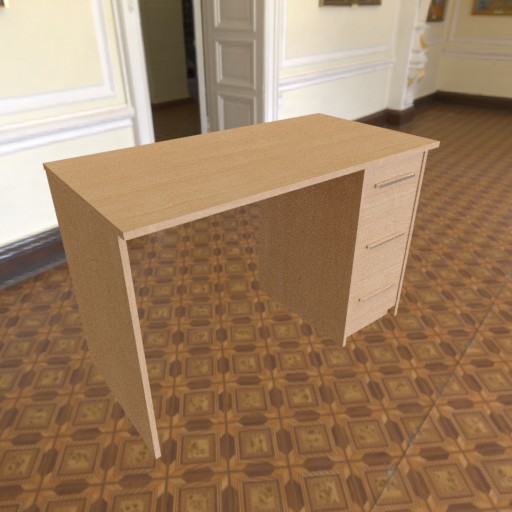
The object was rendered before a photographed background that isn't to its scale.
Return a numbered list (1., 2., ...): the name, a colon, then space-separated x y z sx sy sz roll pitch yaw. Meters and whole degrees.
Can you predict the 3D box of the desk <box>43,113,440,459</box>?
1. desk: 0.000 0.000 1.537 1.097 0.735 0.560 -21 36 -32
